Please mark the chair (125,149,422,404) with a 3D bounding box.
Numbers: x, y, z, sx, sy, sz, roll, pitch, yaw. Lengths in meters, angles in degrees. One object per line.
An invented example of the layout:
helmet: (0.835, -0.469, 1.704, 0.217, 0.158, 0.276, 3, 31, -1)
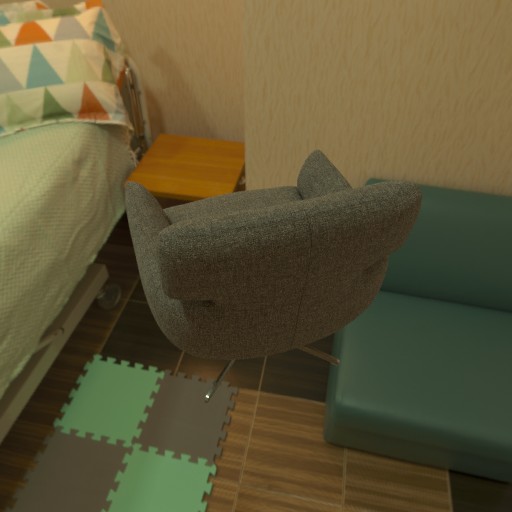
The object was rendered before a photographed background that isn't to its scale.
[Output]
chair: (0.000, 0.000, 1.367, 0.706, 0.812, 0.715, -12, 45, -13)
